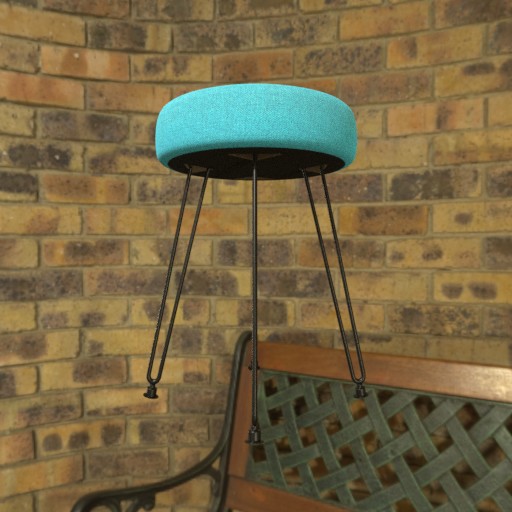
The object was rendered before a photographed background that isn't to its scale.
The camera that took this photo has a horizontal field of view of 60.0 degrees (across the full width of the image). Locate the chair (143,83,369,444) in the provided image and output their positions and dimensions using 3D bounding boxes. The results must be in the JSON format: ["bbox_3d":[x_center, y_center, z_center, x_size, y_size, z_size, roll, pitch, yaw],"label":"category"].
[{"bbox_3d":[0.000,0.000,0.684,0.350,0.440,0.350,0,1,0],"label":"chair"}]
